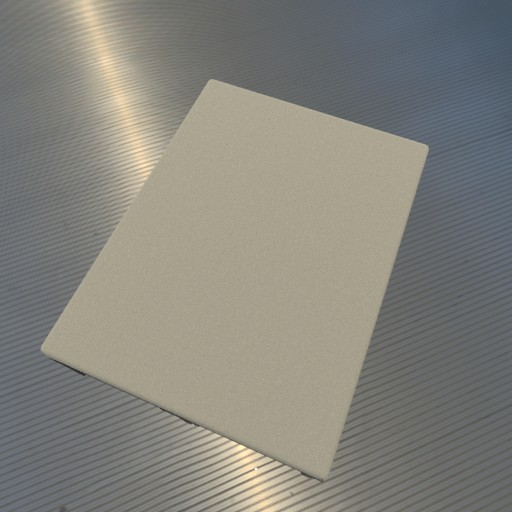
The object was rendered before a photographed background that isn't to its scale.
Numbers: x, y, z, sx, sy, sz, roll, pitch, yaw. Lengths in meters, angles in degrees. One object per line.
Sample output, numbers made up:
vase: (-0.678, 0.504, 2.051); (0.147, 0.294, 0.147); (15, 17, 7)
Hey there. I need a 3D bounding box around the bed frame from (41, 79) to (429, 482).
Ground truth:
bed frame: (0.000, 0.000, 3.504); (1.990, 0.680, 2.635); (20, 66, 10)
